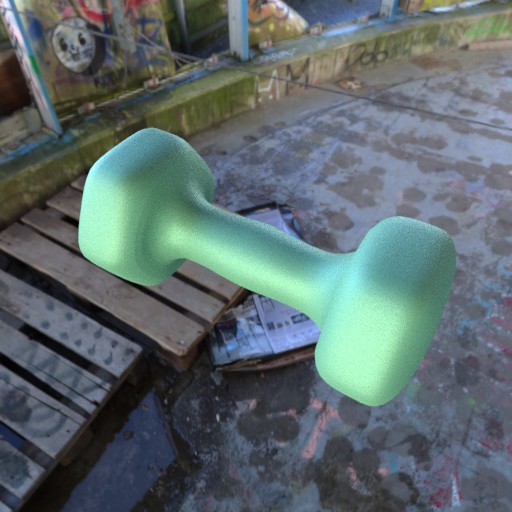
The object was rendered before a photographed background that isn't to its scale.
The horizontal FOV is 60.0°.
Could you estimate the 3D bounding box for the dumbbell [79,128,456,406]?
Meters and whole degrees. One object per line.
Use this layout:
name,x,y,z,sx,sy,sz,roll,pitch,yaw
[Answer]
dumbbell,0.000,0.000,0.323,0.260,0.117,0.129,24,51,21
